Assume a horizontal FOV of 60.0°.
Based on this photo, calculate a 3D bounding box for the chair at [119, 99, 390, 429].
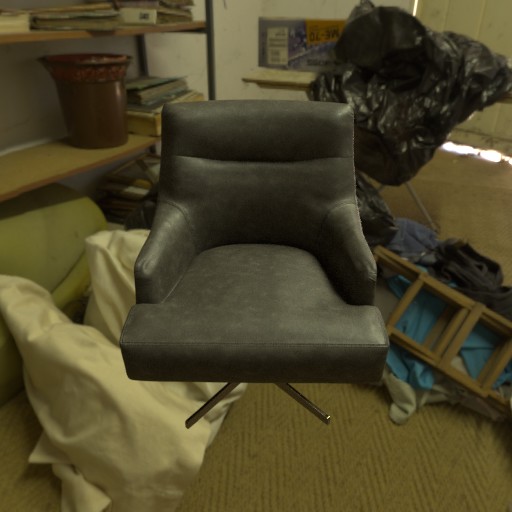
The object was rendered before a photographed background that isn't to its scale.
[{"bbox_3d":[0.000,0.000,1.508,0.738,0.870,0.874,0,30,1],"label":"chair"}]
